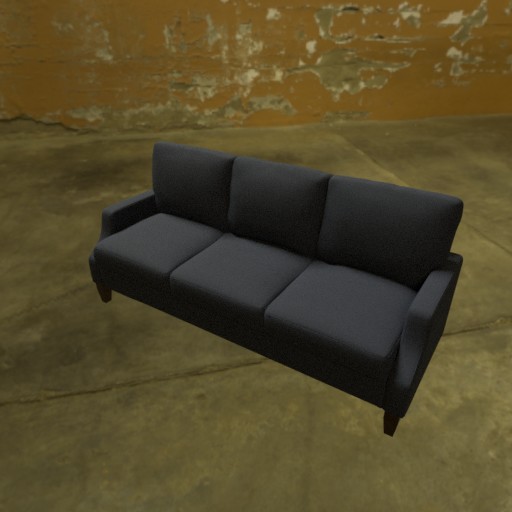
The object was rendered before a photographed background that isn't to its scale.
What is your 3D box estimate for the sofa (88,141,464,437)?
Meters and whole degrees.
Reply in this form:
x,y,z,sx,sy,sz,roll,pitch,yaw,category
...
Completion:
x,y,z,sx,sy,sz,roll,pitch,yaw,category
0.000,0.000,2.621,2.115,0.984,0.888,18,33,29,sofa
